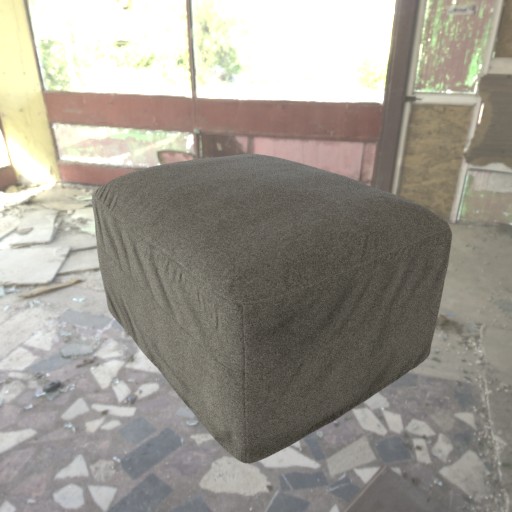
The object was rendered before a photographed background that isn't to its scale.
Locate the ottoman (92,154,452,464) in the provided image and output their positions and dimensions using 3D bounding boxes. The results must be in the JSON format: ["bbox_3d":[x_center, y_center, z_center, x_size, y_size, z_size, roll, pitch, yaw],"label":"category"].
[{"bbox_3d":[0.000,0.000,1.263,0.683,0.481,0.837,-18,32,-33],"label":"ottoman"}]
